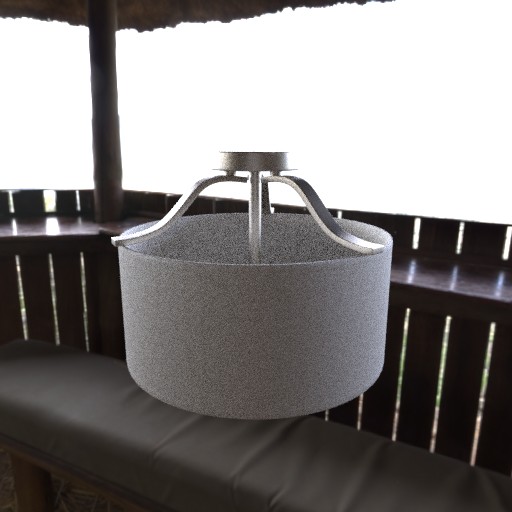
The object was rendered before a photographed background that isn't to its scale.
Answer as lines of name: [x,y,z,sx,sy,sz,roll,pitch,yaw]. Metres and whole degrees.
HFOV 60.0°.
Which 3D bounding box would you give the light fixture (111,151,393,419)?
light fixture: [0.000,0.000,0.658,0.395,0.304,0.395,0,14,0]
